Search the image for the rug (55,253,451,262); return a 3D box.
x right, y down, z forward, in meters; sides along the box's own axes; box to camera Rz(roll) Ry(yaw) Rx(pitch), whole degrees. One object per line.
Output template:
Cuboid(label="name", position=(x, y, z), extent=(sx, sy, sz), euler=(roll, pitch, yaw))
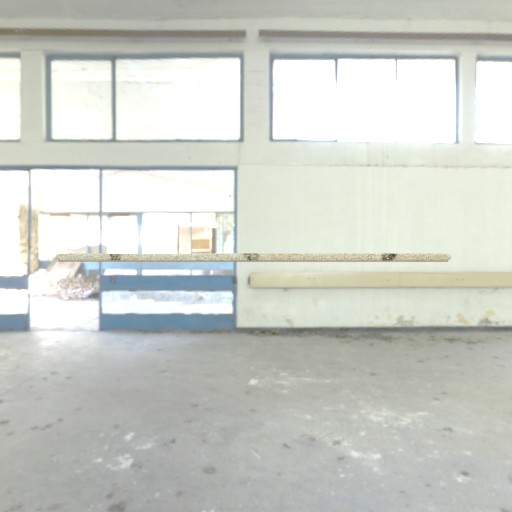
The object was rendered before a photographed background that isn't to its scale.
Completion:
Cuboid(label="rug", position=(0.000, 0.000, 2.126), extent=(1.200, 0.025, 1.600), euler=(0, 0, 1))
